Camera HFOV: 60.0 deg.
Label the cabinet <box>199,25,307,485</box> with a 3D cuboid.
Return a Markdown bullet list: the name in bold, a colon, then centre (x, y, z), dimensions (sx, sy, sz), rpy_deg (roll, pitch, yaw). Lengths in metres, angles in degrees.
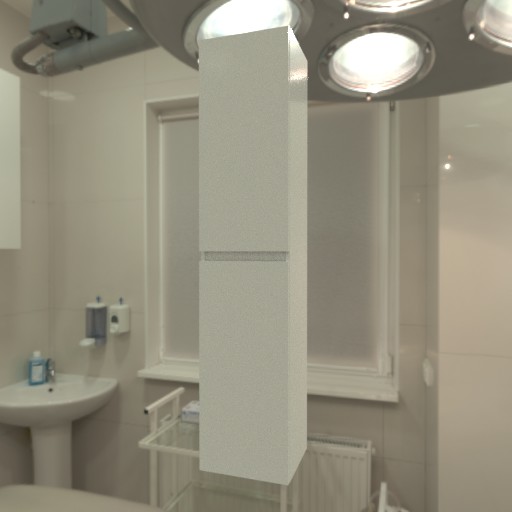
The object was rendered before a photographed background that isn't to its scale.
- **cabinet**: centre (0.000, 0.000, 1.523), dimensions (0.300, 1.400, 0.270), rpy_deg (0, 1, 18)
